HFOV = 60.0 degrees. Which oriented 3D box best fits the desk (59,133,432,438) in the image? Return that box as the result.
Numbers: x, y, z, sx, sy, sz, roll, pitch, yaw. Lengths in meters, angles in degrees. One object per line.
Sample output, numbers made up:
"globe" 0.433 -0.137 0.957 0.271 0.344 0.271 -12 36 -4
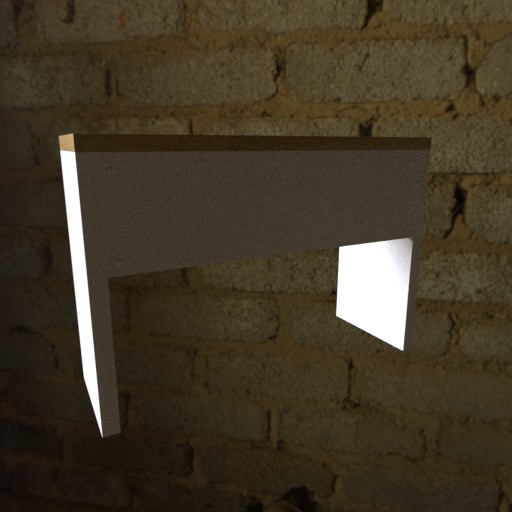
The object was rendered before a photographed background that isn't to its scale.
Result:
"desk" 0.000 0.000 1.464 1.100 0.760 0.390 -7 16 -27
